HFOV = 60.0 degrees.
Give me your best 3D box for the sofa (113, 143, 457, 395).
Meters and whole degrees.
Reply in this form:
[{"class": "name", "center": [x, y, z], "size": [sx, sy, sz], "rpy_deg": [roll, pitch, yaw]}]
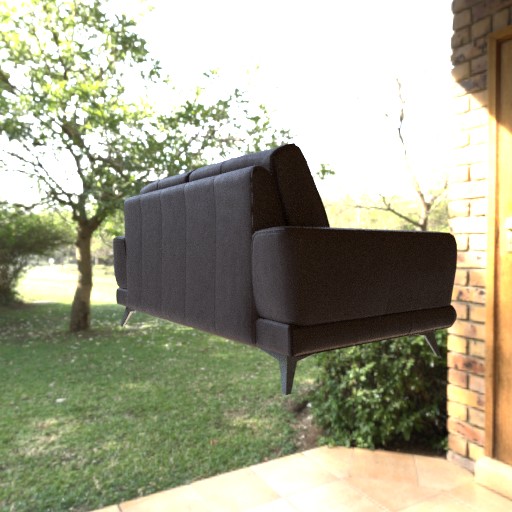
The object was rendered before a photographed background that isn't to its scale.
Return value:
[{"class": "sofa", "center": [0.000, 0.000, 2.423], "size": [1.018, 0.907, 1.806], "rpy_deg": [-1, 1, -36]}]
